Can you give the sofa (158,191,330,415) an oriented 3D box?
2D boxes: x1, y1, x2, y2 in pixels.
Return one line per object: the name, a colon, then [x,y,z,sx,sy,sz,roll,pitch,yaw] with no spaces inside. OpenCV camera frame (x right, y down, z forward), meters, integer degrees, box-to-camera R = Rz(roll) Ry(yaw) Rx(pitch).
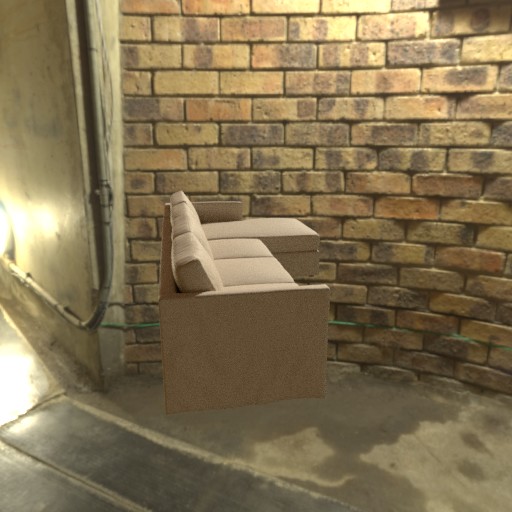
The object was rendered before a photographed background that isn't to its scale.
sofa: [0.000,0.000,3.959,1.622,0.871,3.206,-3,16,-10]
